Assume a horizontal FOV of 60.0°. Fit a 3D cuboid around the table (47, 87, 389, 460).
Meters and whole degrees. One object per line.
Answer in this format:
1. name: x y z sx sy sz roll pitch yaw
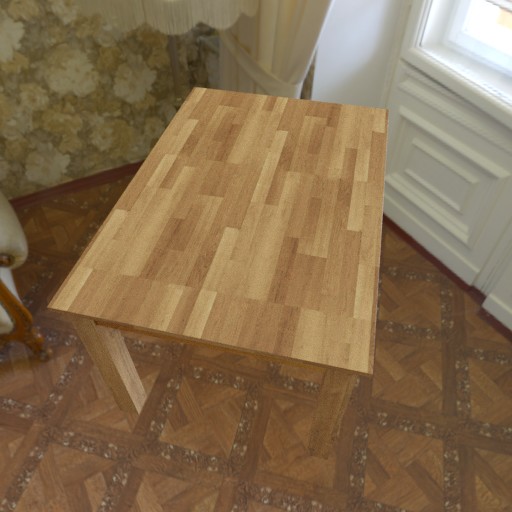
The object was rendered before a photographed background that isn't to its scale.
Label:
1. table: 0.000 0.000 1.875 0.900 0.750 1.300 10 49 9
